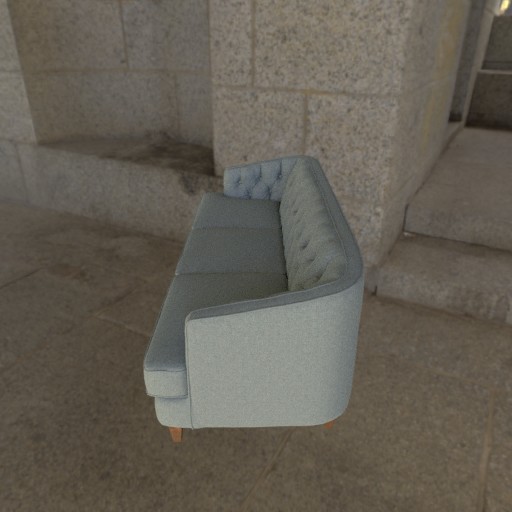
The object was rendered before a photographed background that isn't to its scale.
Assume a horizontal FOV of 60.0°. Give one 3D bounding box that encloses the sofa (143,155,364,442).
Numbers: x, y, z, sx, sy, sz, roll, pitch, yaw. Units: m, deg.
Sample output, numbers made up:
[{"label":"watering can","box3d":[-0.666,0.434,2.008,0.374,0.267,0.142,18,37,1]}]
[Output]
[{"label":"sofa","box3d":[0.000,0.000,2.807,0.941,0.855,2.278,0,26,0]}]
